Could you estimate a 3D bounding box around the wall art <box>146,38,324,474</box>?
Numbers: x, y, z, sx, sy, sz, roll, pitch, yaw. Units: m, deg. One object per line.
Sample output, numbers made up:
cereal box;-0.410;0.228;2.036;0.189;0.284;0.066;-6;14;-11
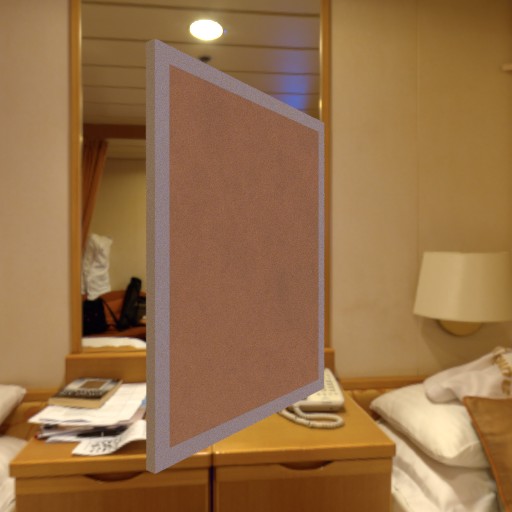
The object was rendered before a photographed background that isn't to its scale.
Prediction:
wall art;0.000;0.000;1.098;0.026;0.811;0.661;0;0;37
